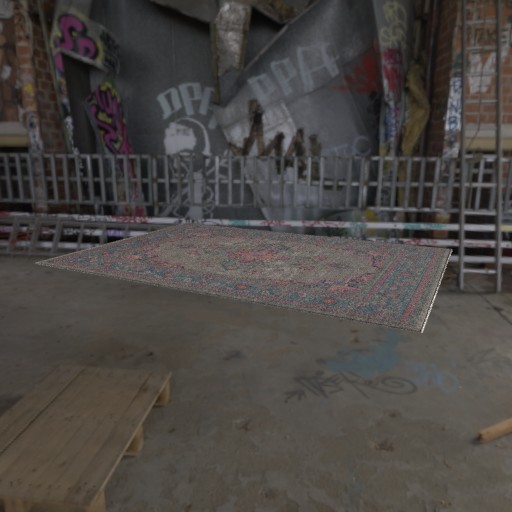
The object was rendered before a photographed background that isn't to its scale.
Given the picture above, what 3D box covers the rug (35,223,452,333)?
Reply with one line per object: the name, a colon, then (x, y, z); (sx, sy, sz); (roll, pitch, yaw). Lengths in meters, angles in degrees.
rug: (0.000, 0.000, 3.712); (2.890, 0.013, 2.005); (7, 16, 26)
